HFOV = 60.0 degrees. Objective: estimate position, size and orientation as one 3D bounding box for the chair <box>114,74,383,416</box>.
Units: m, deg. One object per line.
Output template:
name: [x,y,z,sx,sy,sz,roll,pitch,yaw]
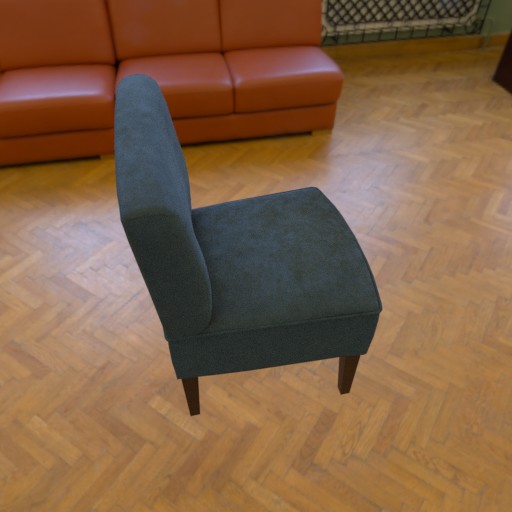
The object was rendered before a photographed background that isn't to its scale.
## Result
chair: [0.000,0.000,1.161,0.551,0.806,0.521,-9,46,-9]
